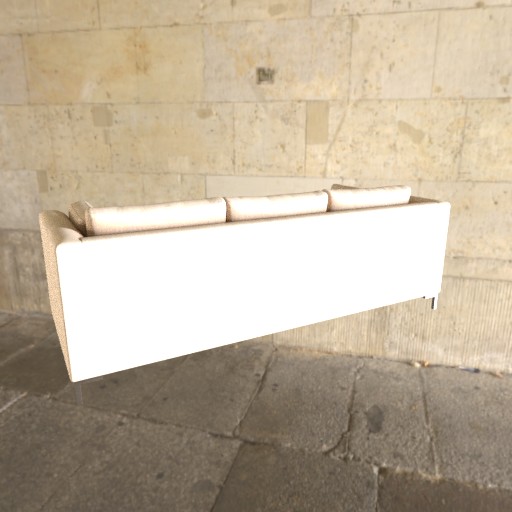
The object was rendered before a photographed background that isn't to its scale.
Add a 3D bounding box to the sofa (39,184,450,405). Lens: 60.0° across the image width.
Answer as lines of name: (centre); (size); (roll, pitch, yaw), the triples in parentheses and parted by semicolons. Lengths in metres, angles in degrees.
sofa: (0.000, 0.000, 2.860); (2.415, 0.867, 0.969); (-8, 18, -28)
